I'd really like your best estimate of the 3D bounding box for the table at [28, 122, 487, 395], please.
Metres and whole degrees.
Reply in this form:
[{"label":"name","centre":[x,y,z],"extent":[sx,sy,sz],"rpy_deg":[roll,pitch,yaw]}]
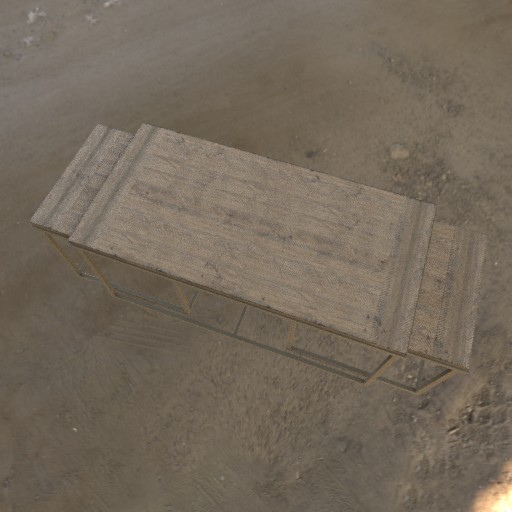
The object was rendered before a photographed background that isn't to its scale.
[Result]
[{"label":"table","centre":[0.000,0.000,1.476],"extent":[1.312,0.427,0.489],"rpy_deg":[18,64,9]}]
